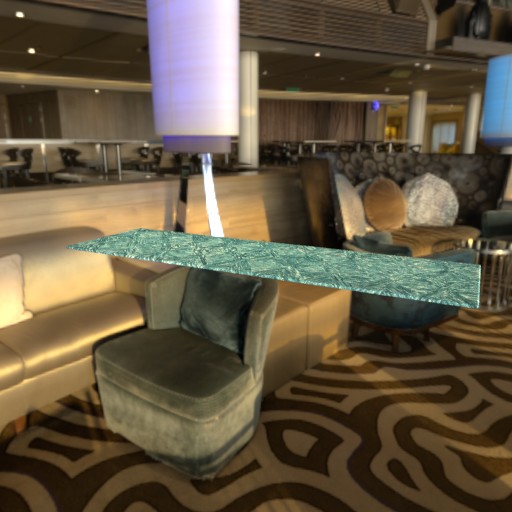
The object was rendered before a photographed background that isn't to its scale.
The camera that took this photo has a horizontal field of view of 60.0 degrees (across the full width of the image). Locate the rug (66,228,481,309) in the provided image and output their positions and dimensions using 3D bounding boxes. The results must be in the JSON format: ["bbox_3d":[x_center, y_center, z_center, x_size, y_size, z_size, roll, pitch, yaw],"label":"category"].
[{"bbox_3d":[0.000,0.000,2.521,2.286,0.016,0.676,7,16,26],"label":"rug"}]
